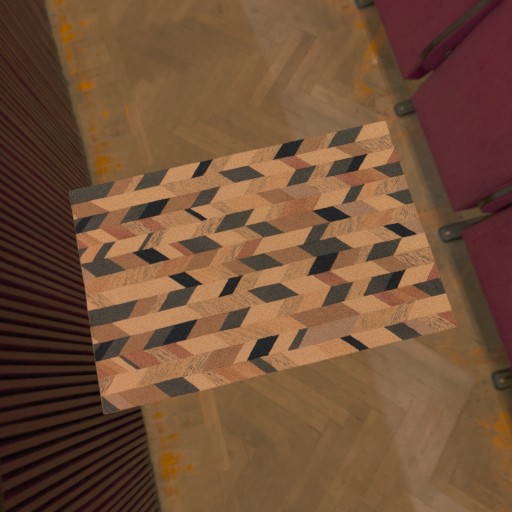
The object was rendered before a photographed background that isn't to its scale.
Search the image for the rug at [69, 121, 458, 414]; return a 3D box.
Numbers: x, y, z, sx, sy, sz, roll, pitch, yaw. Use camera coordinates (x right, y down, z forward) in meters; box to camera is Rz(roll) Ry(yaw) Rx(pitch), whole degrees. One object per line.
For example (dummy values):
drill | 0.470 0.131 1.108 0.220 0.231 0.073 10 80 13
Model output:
rug | 0.000 0.000 2.333 1.813 0.006 1.202 -13 76 -3
